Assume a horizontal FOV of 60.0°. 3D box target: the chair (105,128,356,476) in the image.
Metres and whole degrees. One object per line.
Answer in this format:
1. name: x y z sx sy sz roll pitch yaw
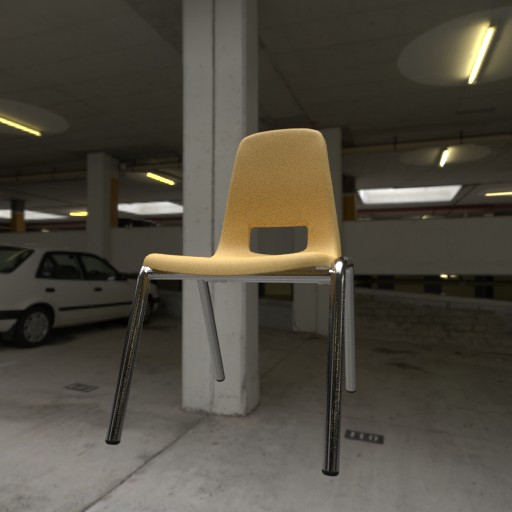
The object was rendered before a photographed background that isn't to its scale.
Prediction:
1. chair: 0.000 0.000 0.825 0.354 0.586 0.423 0 -1 18
